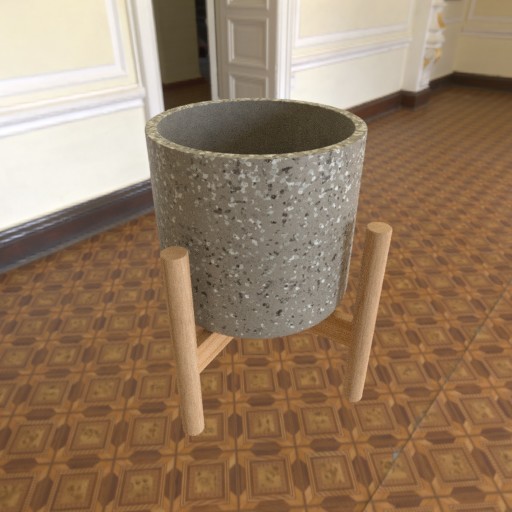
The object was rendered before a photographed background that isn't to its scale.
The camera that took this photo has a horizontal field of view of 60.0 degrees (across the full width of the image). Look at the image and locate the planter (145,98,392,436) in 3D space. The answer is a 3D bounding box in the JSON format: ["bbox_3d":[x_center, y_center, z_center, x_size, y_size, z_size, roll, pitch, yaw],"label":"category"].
[{"bbox_3d":[0.000,0.000,0.535,0.284,0.320,0.284,-21,37,-30],"label":"planter"}]
